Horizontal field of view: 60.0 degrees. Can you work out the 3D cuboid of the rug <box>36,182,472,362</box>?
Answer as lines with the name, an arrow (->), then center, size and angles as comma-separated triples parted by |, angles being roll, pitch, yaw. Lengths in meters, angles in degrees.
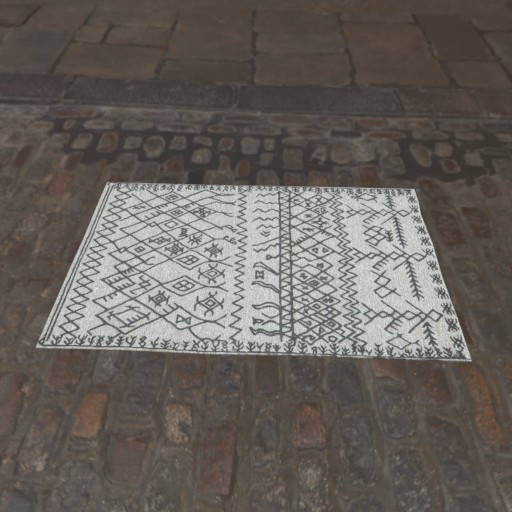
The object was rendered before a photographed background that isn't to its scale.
rug -> 0.000, 0.000, 4.699 | 3.824, 0.019, 2.393 | 1, 47, 1
